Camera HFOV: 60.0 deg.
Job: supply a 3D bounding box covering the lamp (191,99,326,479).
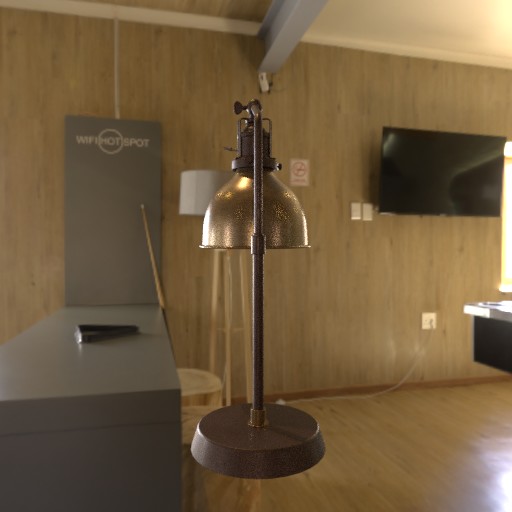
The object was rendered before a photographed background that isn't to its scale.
[{"bbox_3d":[0.000,0.000,0.614,0.175,0.469,0.298,0,1,1],"label":"lamp"}]
